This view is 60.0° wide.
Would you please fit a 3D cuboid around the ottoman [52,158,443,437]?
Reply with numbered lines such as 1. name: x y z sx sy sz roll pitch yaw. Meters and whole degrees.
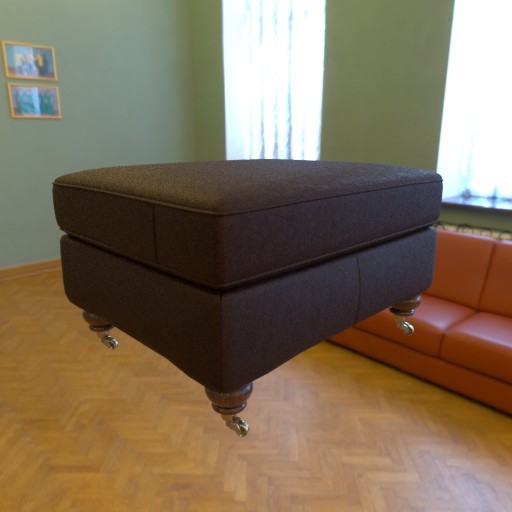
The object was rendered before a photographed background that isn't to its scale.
1. ottoman: 0.000 0.000 1.765 1.187 0.730 0.967 -15 21 -43
